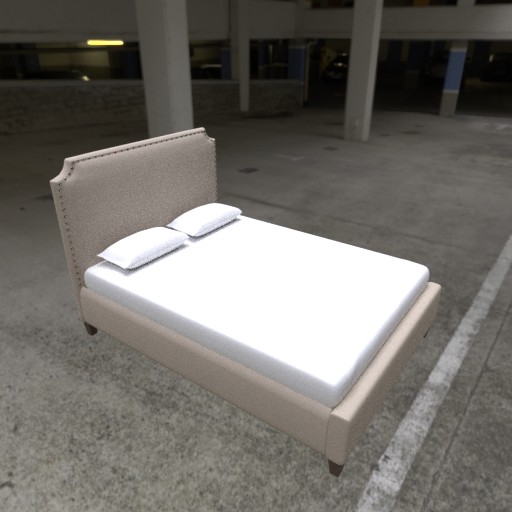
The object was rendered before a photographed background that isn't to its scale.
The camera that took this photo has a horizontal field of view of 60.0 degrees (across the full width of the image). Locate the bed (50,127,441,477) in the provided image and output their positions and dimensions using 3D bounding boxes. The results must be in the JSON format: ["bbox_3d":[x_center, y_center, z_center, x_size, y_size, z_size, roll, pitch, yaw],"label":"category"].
[{"bbox_3d":[0.000,0.000,3.345,2.372,1.443,1.713,18,32,32],"label":"bed"}]
